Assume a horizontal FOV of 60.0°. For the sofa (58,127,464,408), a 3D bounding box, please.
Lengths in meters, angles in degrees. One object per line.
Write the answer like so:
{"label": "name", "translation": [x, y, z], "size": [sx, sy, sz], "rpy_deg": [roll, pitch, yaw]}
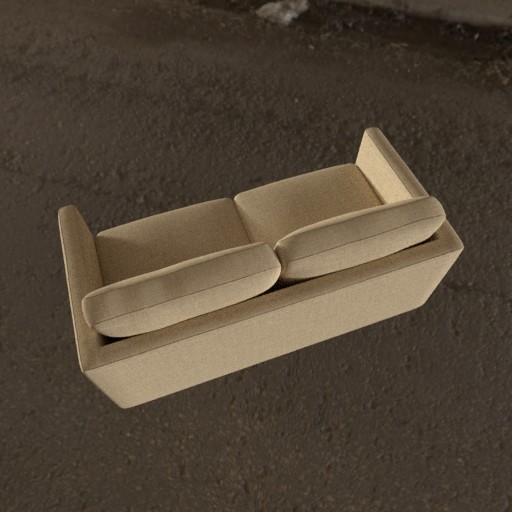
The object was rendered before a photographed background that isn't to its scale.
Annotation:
{"label": "sofa", "translation": [0.000, 0.000, 2.457], "size": [1.884, 0.963, 0.950], "rpy_deg": [-17, 59, -10]}
